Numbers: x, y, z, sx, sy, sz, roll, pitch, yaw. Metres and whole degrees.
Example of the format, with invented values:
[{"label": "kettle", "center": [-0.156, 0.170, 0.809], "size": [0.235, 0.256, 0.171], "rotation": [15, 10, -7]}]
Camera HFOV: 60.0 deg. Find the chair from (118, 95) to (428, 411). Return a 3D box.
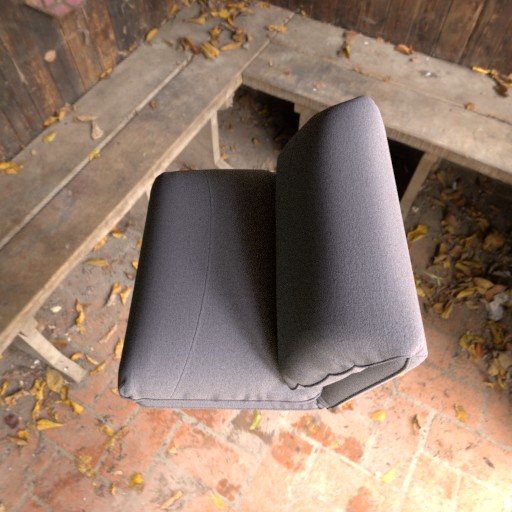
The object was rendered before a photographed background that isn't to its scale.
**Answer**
[{"label": "chair", "center": [0.000, 0.000, 1.337], "size": [0.780, 0.580, 0.820], "rotation": [1, 59, 0]}]
